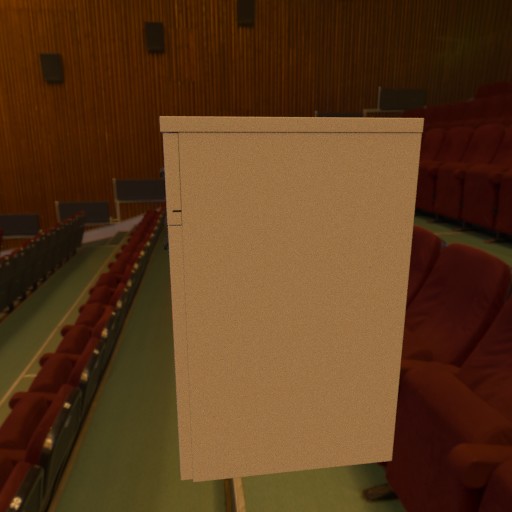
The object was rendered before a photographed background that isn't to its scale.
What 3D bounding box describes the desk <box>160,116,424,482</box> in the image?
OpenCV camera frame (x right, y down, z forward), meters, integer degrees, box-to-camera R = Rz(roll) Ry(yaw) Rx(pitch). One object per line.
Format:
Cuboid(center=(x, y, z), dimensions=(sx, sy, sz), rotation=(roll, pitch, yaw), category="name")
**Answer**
Cuboid(center=(0.000, 0.000, 1.289), dimensions=(0.482, 0.730, 0.898), rotation=(-2, 15, -8), category="desk")
